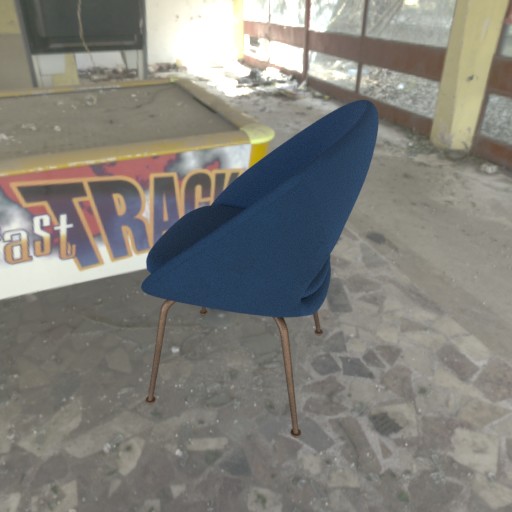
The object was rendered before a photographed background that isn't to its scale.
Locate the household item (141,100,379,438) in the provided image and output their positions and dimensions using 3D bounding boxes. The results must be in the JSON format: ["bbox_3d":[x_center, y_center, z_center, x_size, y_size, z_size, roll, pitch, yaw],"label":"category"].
[{"bbox_3d":[0.000,0.000,1.260,0.573,0.852,0.623,8,31,13],"label":"household item"}]
